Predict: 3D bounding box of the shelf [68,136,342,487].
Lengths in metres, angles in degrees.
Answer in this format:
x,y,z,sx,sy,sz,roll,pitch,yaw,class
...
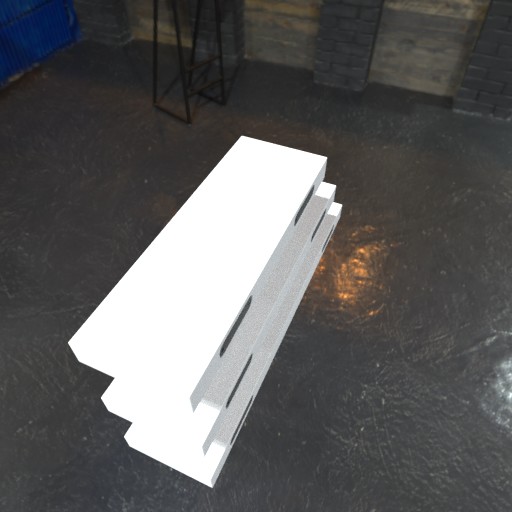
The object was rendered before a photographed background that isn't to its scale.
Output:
x,y,z,sx,sy,sz,roll,pitch,yaw,class
0.000,0.000,0.719,0.140,0.293,0.610,18,50,16,shelf
